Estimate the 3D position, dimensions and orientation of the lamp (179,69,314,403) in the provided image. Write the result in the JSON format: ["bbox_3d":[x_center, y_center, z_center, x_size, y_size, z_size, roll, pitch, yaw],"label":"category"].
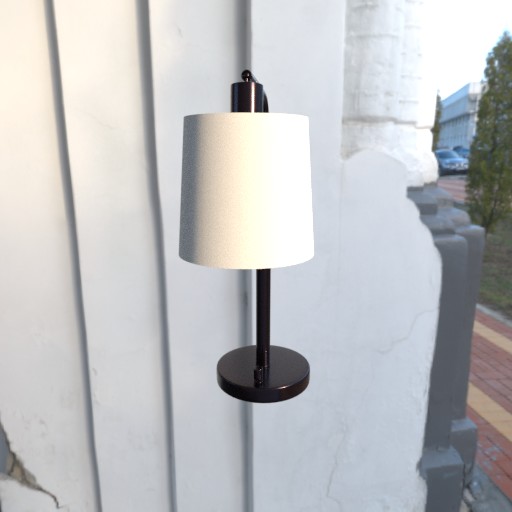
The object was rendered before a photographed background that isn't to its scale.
[{"bbox_3d":[0.000,0.000,0.651,0.171,0.489,0.333,2,14,9],"label":"lamp"}]
